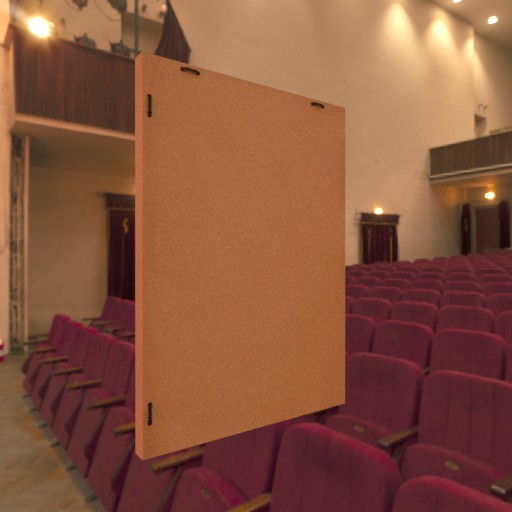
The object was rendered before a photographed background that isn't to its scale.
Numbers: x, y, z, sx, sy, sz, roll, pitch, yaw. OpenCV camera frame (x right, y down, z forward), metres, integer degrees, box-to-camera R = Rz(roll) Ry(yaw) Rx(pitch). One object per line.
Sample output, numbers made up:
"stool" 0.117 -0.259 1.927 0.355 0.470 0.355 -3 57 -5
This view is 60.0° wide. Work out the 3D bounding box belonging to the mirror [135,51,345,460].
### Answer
"mirror" 0.000 0.000 0.929 0.507 0.710 0.040 0 0 -36
